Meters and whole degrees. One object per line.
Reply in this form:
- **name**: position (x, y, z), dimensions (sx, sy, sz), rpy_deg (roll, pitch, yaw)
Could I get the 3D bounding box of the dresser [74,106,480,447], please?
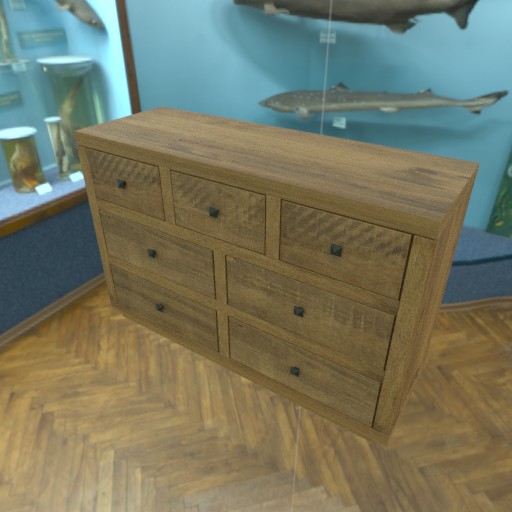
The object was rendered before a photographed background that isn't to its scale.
- **dresser**: position (0.000, 0.000, 1.634), dimensions (1.261, 0.825, 0.479), rpy_deg (19, 36, 28)
